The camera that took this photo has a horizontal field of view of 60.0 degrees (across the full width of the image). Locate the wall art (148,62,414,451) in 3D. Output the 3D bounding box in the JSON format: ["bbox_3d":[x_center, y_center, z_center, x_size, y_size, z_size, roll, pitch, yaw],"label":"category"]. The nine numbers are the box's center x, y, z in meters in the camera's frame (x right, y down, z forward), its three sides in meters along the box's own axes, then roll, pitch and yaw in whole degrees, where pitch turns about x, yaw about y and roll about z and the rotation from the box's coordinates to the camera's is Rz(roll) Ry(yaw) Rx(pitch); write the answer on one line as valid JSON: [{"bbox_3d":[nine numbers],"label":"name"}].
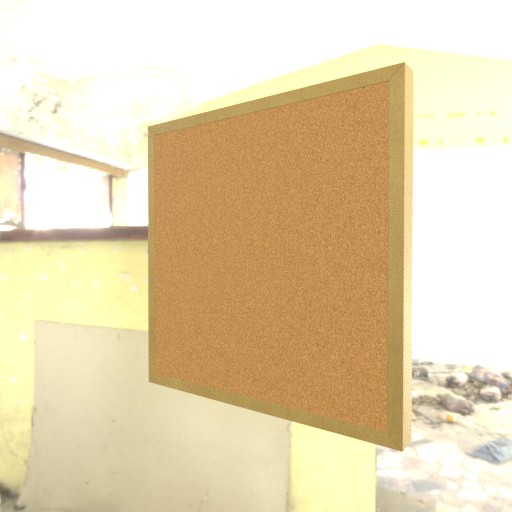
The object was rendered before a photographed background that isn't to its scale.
[{"bbox_3d":[0.000,0.000,0.743,0.508,0.508,0.038,1,1,37],"label":"wall art"}]
